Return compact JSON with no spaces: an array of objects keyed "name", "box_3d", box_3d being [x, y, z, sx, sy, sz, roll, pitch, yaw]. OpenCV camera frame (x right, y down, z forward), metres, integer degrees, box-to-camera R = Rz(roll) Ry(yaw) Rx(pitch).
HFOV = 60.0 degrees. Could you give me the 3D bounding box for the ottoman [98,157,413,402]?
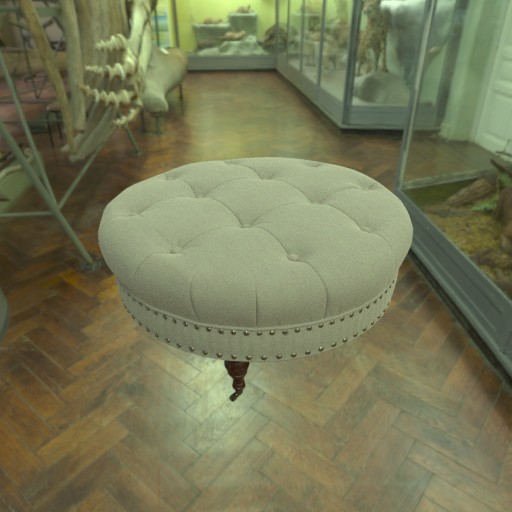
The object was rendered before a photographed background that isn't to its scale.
[{"name":"ottoman","box_3d":[0.000,0.000,1.392,0.901,0.439,0.901,0,30,0]}]
